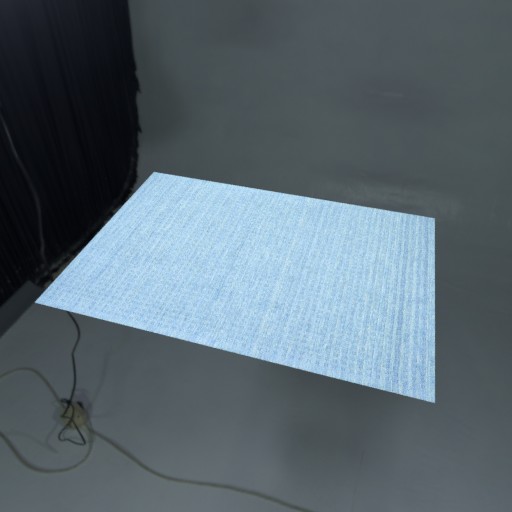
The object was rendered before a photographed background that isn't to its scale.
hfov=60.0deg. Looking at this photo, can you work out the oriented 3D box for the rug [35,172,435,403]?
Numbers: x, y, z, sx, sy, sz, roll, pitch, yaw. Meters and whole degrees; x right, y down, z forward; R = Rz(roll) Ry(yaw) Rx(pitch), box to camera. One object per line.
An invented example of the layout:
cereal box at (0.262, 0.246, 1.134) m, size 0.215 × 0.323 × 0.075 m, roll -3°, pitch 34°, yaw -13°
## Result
rug at (0.000, 0.000, 3.751) m, size 2.895 × 0.006 × 1.982 m, roll 11°, pitch 43°, yaw 13°
